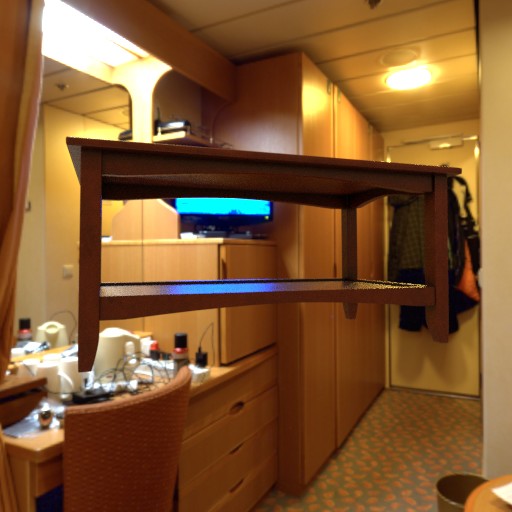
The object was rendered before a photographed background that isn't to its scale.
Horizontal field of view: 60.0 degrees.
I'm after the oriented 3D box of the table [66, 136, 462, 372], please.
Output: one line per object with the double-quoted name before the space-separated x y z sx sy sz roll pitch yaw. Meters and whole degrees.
"table" 0.000 0.000 1.242 0.943 0.456 0.533 0 0 -19
